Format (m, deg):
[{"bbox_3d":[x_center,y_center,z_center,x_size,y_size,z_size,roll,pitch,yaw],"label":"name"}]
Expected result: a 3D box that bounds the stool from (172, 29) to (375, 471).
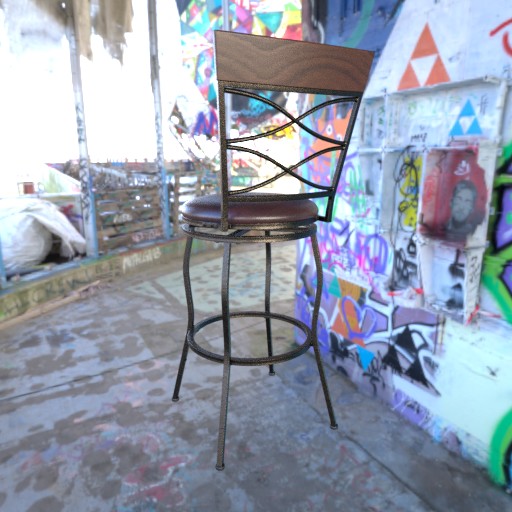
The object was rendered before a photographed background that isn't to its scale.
[{"bbox_3d":[0.000,0.000,1.369,0.448,1.130,0.513,-7,15,-27],"label":"stool"}]
